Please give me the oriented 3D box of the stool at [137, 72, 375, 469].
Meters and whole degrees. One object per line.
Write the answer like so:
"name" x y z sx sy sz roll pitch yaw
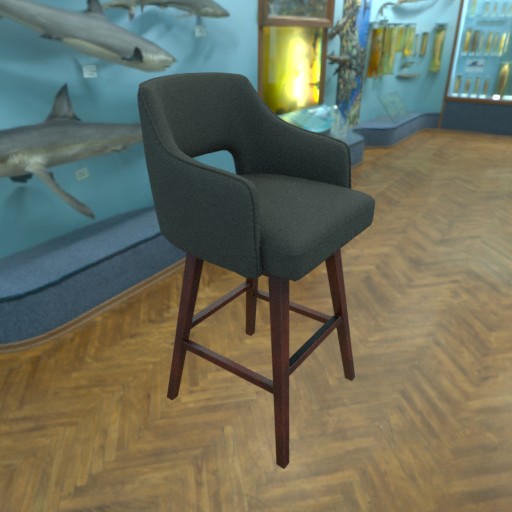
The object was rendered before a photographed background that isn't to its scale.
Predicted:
"stool" 0.000 0.000 1.355 0.558 1.012 0.548 18 32 32
